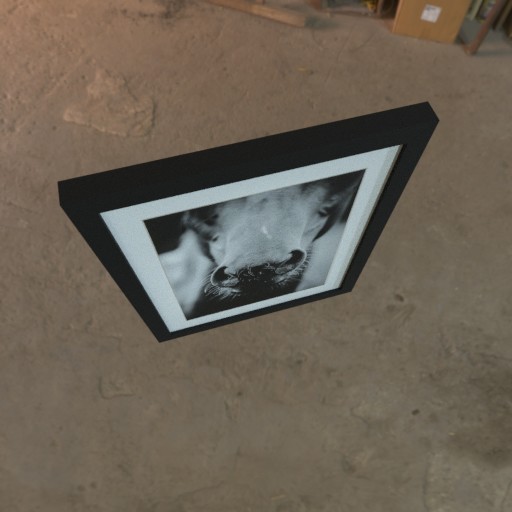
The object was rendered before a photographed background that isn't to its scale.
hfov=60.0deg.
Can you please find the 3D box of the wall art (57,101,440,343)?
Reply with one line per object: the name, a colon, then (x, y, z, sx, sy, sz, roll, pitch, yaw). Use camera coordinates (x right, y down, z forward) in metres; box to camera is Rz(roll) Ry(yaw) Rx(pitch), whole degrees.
wall art: (0.000, 0.000, 0.556, 0.329, 0.404, 0.024, -14, 64, -7)
